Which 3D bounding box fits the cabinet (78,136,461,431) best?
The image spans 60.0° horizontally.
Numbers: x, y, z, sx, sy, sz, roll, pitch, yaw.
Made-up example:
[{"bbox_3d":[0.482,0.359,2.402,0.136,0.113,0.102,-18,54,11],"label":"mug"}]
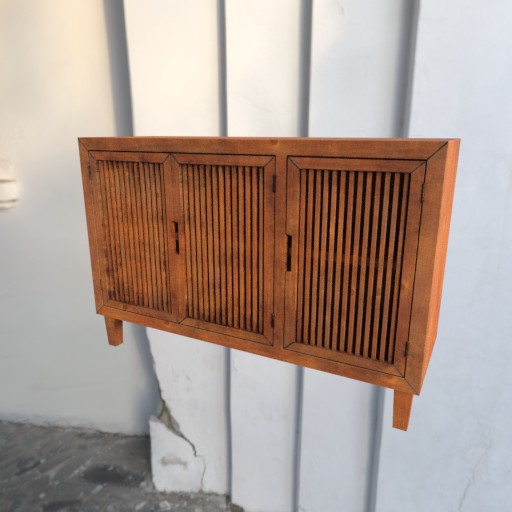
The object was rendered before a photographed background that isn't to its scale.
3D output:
[{"bbox_3d":[0.000,0.000,1.564,1.204,0.805,0.403,8,18,26],"label":"cabinet"}]
